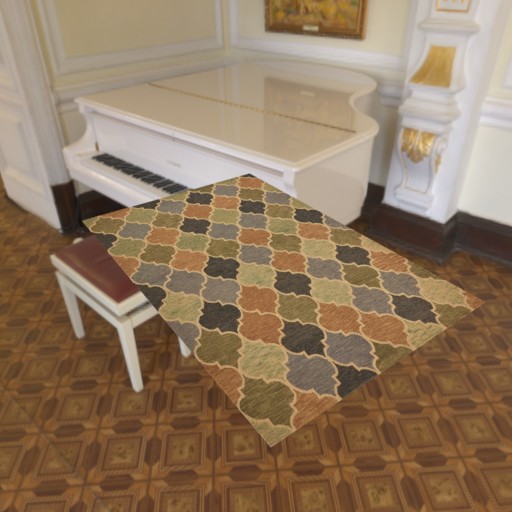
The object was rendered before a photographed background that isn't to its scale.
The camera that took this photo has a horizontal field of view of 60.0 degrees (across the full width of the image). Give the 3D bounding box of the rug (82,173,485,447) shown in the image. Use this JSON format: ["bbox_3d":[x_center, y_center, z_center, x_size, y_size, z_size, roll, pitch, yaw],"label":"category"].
[{"bbox_3d":[0.000,0.000,2.889,1.521,0.006,2.284,-22,39,-30],"label":"rug"}]
